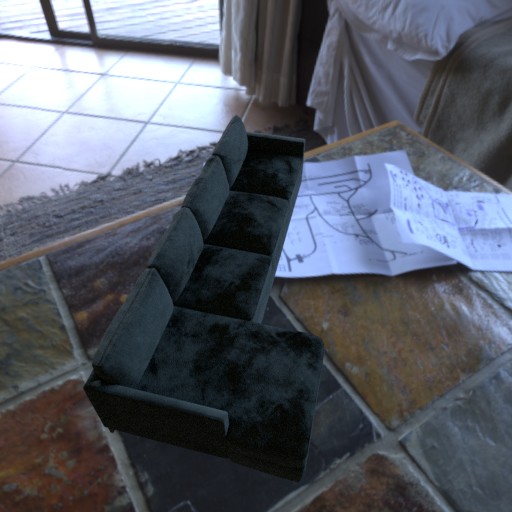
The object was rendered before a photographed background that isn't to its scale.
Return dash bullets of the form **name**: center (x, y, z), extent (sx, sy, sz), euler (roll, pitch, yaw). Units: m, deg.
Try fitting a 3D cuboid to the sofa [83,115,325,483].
- **sofa**: center (0.000, 0.000, 4.032), extent (1.500, 0.967, 3.400), euler (10, 47, 10)
